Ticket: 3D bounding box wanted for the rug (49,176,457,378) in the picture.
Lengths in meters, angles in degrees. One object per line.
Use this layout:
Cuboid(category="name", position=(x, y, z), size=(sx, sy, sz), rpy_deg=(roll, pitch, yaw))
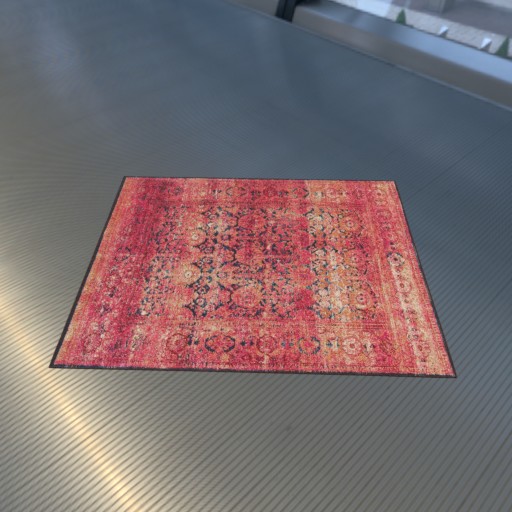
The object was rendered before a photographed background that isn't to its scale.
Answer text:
Cuboid(category="rug", position=(0.000, 0.000, 4.105), size=(3.032, 0.020, 2.411), rpy_deg=(1, 46, 1))
